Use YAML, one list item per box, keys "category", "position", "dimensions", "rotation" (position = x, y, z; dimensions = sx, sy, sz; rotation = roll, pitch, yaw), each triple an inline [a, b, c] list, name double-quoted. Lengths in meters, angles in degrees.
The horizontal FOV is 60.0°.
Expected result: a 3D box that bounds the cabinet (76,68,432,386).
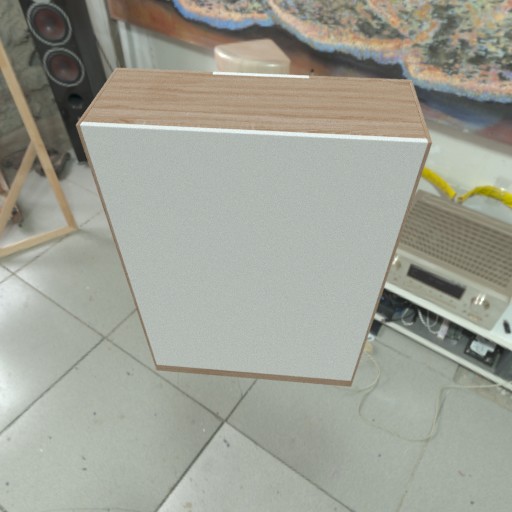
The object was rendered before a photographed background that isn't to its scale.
- category: "cabinet"
  position: [0.000, 0.000, 2.828]
  dimensions: [1.500, 2.120, 0.590]
  rotation: [4, 47, 4]
